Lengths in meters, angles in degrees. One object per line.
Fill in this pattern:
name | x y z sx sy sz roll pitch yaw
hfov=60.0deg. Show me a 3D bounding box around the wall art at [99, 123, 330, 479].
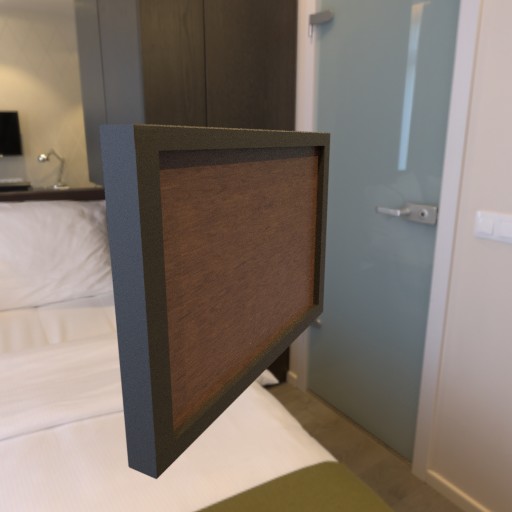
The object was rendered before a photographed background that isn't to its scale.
wall art | 0.000 0.000 0.834 0.051 0.456 0.671 7 16 26
